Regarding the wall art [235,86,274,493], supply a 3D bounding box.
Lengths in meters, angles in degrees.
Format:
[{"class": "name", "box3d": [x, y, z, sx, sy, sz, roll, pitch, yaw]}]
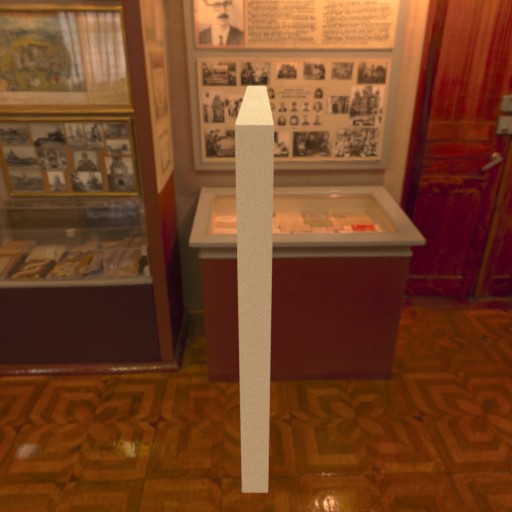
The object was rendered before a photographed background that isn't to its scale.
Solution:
[{"class": "wall art", "box3d": [0.000, 0.000, 0.754, 0.037, 0.508, 0.508, 0, 25, 0]}]
